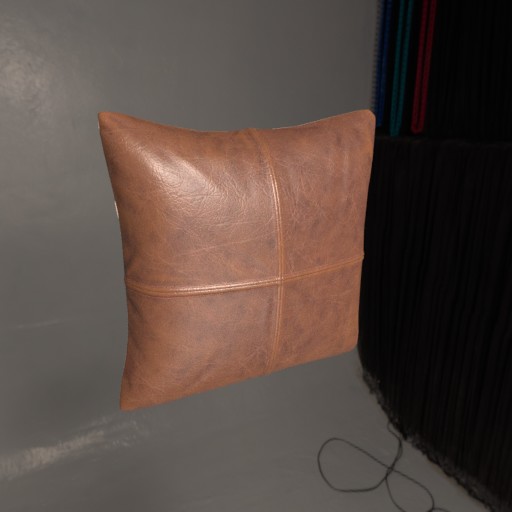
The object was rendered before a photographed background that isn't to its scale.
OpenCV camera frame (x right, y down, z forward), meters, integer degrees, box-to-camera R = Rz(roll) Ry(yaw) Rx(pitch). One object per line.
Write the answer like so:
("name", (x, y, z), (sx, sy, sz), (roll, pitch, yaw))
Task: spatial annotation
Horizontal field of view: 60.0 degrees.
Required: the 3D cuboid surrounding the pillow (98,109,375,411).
("pillow", (0.000, 0.000, 0.743), (0.484, 0.470, 0.192), (-9, 20, -26))
